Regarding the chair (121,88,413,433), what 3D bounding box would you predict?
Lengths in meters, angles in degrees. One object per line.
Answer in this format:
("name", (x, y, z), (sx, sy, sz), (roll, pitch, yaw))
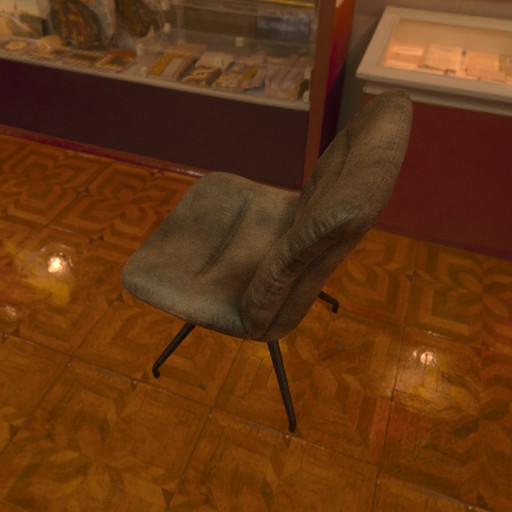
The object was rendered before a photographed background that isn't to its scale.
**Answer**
("chair", (0.000, 0.000, 1.227), (0.622, 0.870, 0.549), (17, 48, 15))
